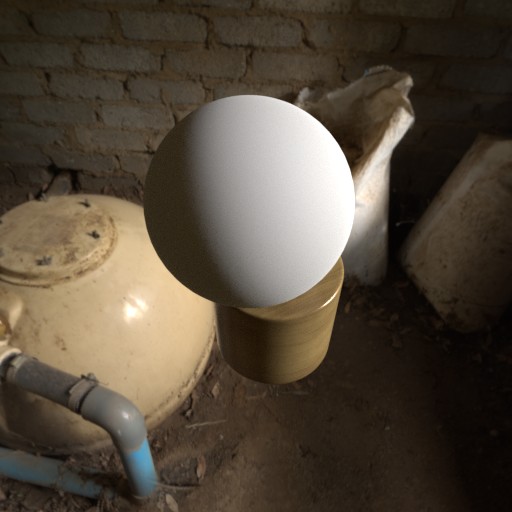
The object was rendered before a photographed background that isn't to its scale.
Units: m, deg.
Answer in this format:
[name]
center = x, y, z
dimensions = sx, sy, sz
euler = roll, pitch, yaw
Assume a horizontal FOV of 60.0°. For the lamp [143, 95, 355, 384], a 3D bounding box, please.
[lamp]
center = 0.000, 0.000, 0.346
dimensions = 0.152, 0.250, 0.141
euler = -24, 51, -20
